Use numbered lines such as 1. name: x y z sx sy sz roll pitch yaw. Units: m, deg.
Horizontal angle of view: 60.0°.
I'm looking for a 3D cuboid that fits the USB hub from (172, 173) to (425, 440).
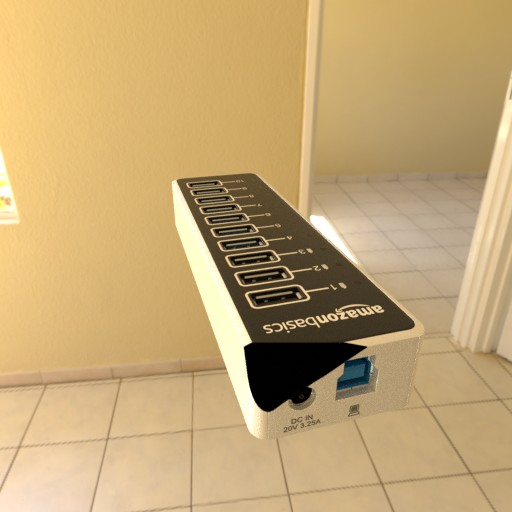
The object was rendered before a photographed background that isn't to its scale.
1. USB hub: 0.000 0.000 0.166 0.044 0.023 0.145 -7 27 -15
